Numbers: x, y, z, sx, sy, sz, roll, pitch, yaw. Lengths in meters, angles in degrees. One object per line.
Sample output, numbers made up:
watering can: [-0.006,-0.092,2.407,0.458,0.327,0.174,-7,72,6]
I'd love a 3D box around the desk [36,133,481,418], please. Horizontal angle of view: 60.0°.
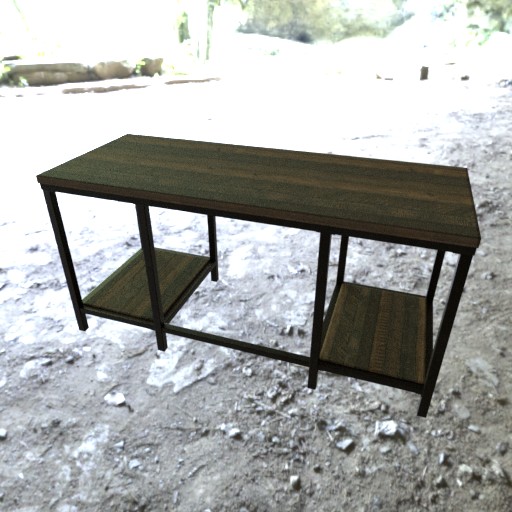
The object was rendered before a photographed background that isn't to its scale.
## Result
desk: [0.000,0.000,1.892,1.538,0.753,0.617,10,32,16]
